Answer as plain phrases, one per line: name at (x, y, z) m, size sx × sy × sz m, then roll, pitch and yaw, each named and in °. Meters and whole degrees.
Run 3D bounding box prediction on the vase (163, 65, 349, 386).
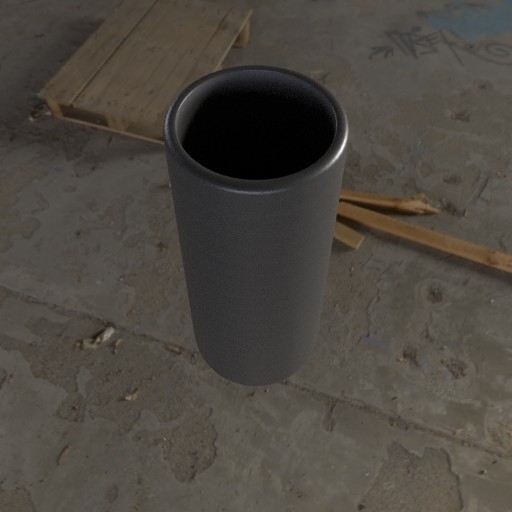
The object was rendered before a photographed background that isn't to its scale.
vase at (0.000, 0.000, 0.373) m, size 0.136 × 0.289 × 0.136 m, roll 34°, pitch 64°, yaw 19°
